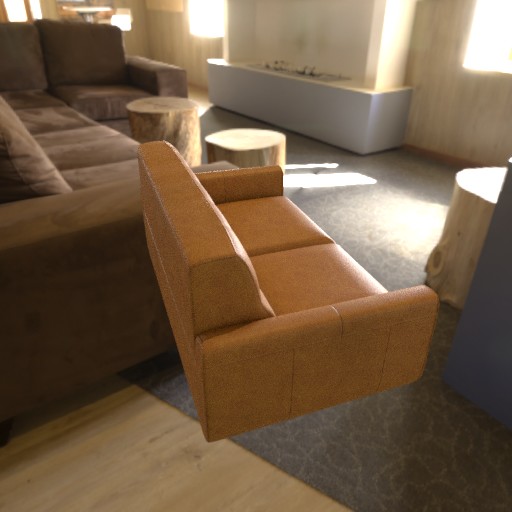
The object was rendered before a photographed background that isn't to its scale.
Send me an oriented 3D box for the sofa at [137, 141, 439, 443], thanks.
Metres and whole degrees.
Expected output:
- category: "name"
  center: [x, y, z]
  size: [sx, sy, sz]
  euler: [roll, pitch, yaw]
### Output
- category: "sofa"
  center: [0.000, 0.000, 2.279]
  size: [0.952, 0.925, 1.651]
  euler: [-10, 32, -17]
